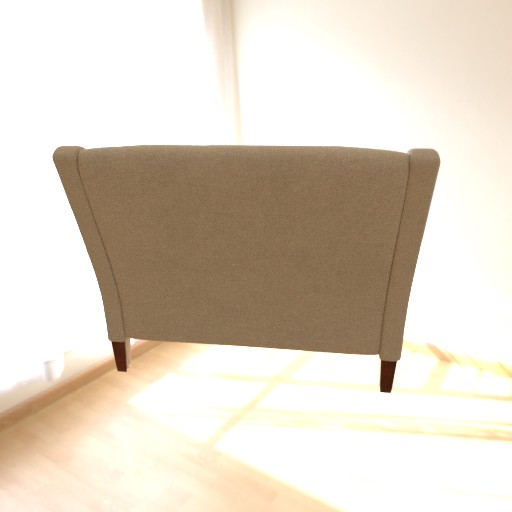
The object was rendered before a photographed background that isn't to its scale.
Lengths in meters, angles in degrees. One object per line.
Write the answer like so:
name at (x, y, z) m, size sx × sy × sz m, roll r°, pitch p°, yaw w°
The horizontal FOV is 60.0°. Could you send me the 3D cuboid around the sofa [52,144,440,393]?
sofa at (0.000, 0.000, 1.920) m, size 1.212 × 0.976 × 0.946 m, roll 2°, pitch 17°, yaw 8°
